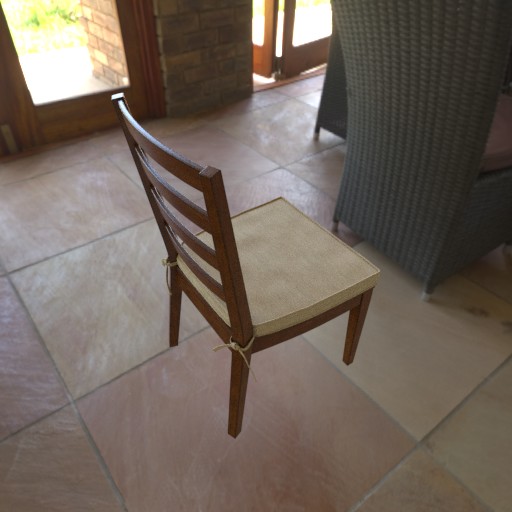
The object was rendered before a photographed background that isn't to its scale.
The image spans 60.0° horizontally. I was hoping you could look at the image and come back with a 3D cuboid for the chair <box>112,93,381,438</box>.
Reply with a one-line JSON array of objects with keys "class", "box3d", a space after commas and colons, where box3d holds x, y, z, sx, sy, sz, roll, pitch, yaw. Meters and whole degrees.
[{"class": "chair", "box3d": [0.000, 0.000, 1.393, 0.595, 0.979, 0.593, -24, 45, -26]}]
